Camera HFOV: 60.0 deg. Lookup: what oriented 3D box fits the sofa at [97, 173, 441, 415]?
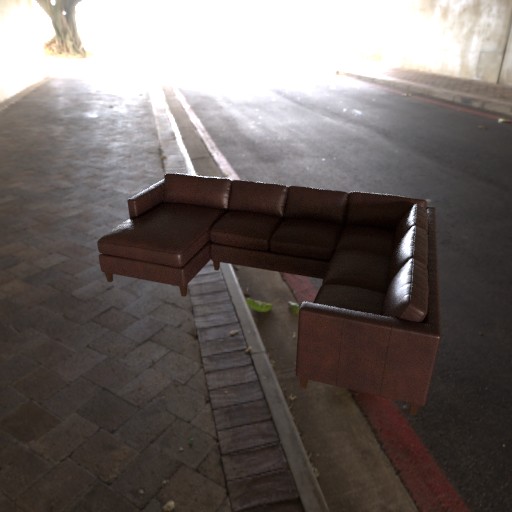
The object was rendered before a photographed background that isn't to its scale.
[{"bbox_3d":[0.000,0.000,4.441,3.324,0.891,2.452,9,28,17],"label":"sofa"}]
